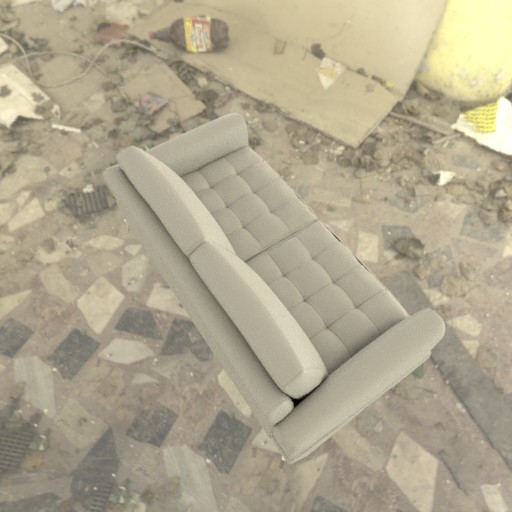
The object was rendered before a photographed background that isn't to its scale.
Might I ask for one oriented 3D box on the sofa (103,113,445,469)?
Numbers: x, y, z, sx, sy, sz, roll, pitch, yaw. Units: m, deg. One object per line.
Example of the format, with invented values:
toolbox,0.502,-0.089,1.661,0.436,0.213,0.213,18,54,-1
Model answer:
sofa,0.000,0.000,2.802,1.121,0.930,2.177,-30,63,-18
